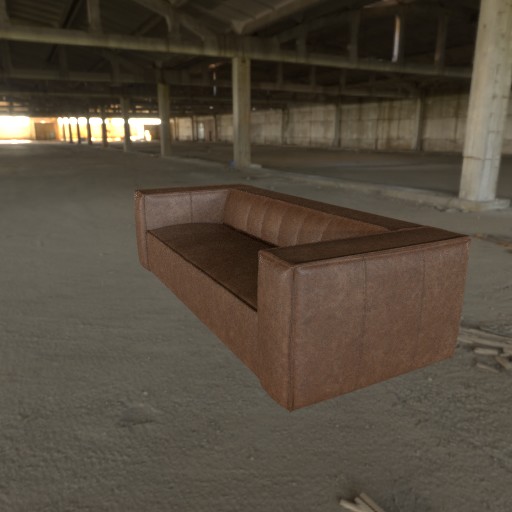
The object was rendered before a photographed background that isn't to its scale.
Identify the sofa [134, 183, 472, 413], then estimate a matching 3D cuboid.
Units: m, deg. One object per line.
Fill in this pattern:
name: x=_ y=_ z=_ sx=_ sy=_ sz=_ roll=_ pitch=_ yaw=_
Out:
sofa: x=0.000 y=0.000 z=3.068 sx=1.102 sy=0.701 sz=2.581 roll=-8 pitch=18 yaw=-27
